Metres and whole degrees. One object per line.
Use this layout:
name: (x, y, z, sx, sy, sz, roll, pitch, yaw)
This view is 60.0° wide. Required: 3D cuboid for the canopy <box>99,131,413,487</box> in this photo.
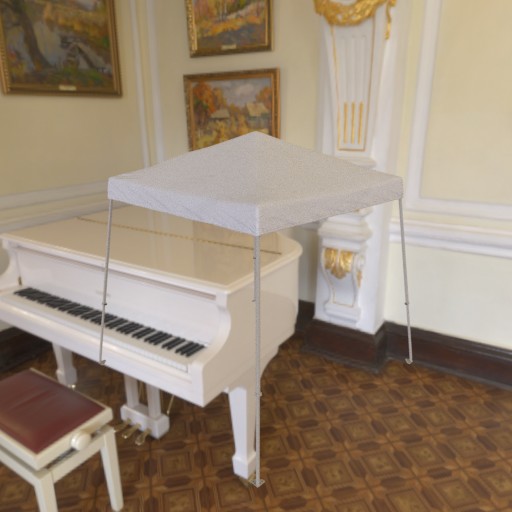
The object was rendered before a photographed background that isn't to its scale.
canopy: (0.000, 0.000, 6.634, 3.600, 3.600, 3.599, 16, 24, 42)
